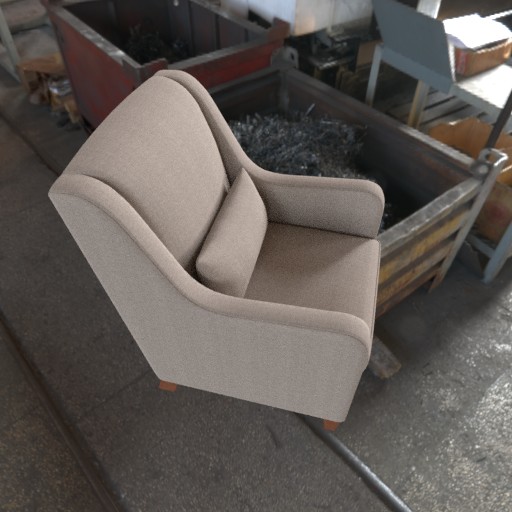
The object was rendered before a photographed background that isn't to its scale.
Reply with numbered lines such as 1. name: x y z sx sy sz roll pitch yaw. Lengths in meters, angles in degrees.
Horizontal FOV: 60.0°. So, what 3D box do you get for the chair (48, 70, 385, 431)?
1. chair: 0.000 0.000 1.582 0.890 1.017 0.715 11 48 10
